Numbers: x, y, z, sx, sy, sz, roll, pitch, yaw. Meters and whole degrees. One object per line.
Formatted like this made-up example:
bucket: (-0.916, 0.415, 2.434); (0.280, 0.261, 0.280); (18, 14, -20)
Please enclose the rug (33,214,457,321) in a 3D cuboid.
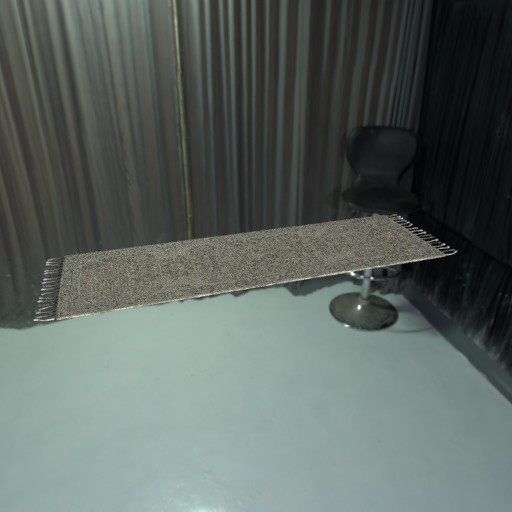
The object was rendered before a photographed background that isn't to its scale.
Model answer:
rug: (0.000, 0.000, 2.969); (2.664, 0.011, 0.762); (-8, 28, -16)
